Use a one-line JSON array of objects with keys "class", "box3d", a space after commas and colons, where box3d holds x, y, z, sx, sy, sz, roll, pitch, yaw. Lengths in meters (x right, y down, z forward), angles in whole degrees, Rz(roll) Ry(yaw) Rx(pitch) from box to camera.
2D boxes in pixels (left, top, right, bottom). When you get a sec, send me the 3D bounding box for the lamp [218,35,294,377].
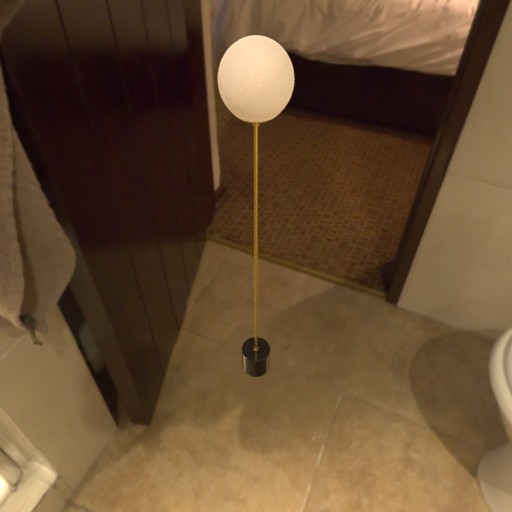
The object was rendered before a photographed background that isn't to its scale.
[{"class": "lamp", "box3d": [0.000, 0.000, 1.866, 0.229, 1.748, 0.229, -9, 46, -9]}]
